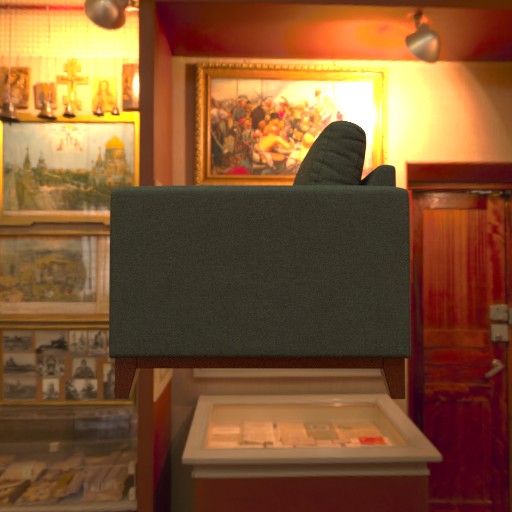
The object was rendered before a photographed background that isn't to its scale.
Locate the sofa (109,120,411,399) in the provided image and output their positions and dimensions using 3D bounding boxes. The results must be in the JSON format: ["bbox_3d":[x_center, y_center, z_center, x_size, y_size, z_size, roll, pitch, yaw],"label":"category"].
[{"bbox_3d":[0.000,0.000,2.077,0.955,0.903,1.489,0,-1,0],"label":"sofa"}]
